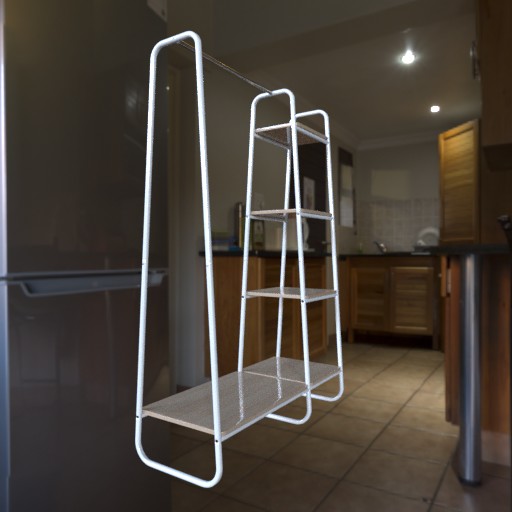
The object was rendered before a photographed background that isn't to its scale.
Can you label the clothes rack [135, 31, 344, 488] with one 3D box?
[{"bbox_3d":[0.000,0.000,1.923,0.400,1.500,1.011,1,1,34],"label":"clothes rack"}]
